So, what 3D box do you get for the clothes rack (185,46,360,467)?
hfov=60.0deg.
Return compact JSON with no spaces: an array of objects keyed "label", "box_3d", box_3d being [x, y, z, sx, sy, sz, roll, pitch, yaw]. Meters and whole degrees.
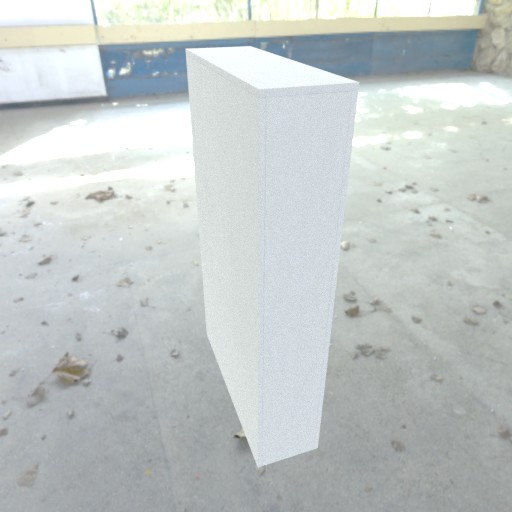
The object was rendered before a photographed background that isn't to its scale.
[{"label":"clothes rack","box_3d":[0.000,0.000,1.581,0.250,1.280,0.750,-10,33,-16]}]
